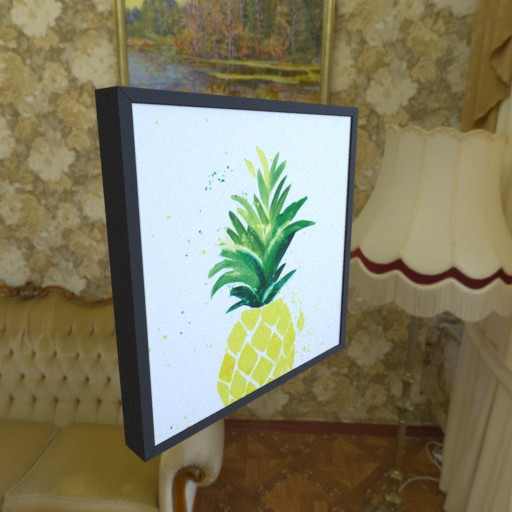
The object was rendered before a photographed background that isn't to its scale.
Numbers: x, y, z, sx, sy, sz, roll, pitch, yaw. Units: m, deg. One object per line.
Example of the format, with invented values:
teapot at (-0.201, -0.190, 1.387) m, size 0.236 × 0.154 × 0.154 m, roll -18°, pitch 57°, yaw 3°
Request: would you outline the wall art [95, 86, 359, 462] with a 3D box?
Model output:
wall art at (0.000, 0.000, 0.458) m, size 0.033 × 0.304 × 0.305 m, roll 14°, pitch 20°, yaw 43°
